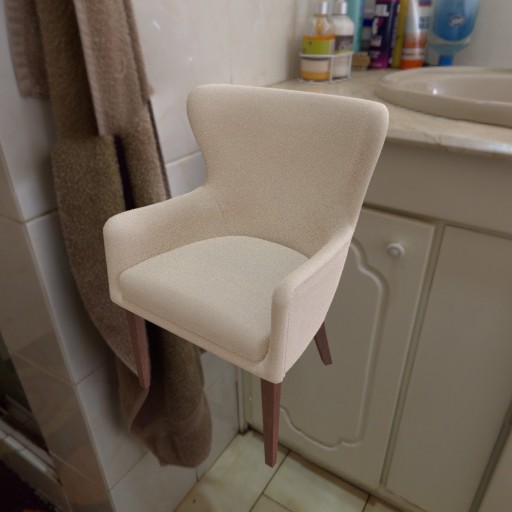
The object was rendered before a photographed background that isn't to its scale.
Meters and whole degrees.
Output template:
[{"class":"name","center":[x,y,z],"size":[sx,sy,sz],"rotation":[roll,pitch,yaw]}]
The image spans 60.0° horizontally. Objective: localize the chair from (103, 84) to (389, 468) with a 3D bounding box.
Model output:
[{"class":"chair","center":[0.000,0.000,1.486],"size":[0.696,0.990,0.744],"rotation":[19,35,30]}]
